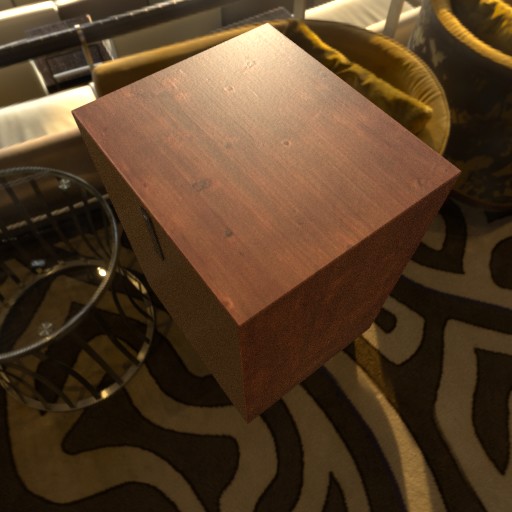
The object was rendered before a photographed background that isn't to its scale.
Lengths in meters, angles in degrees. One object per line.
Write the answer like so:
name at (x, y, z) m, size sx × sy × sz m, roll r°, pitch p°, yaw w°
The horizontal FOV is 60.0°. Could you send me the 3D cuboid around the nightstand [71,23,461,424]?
nightstand at (0.000, 0.000, 0.979) m, size 0.410 × 0.695 × 0.465 m, roll -33°, pitch 64°, yaw -18°
